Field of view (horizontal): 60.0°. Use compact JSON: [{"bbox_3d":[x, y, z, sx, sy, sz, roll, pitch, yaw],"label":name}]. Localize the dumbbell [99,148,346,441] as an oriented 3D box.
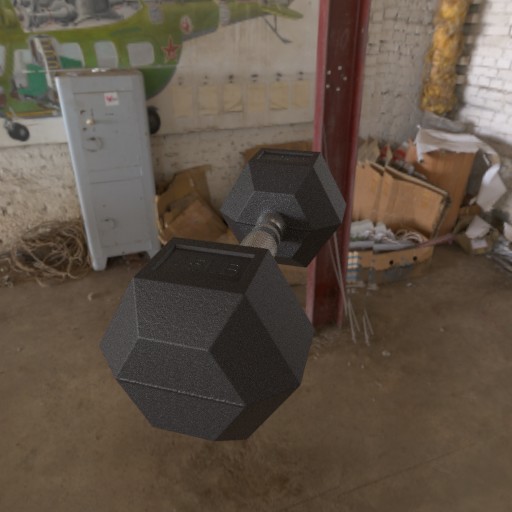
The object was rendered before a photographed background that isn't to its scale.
[{"bbox_3d":[0.000,0.000,0.419,0.141,0.123,0.356,8,30,13],"label":"dumbbell"}]
